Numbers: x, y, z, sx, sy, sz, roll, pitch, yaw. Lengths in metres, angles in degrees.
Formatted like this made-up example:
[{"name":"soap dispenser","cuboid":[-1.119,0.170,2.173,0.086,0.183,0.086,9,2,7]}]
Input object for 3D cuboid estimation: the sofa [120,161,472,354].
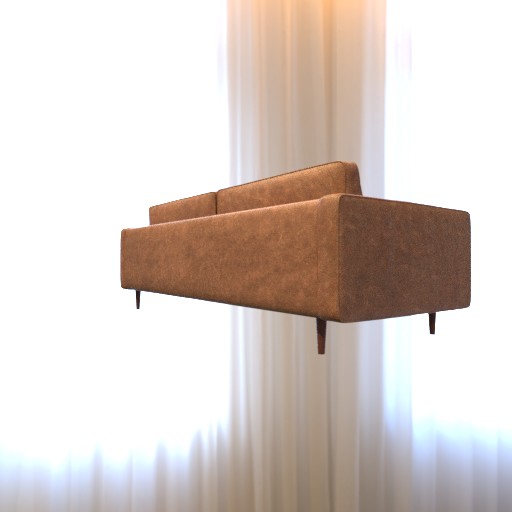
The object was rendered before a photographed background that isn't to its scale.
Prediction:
[{"name":"sofa","cuboid":[0.000,0.000,2.663,0.914,0.762,2.210,0,-1,-36]}]
